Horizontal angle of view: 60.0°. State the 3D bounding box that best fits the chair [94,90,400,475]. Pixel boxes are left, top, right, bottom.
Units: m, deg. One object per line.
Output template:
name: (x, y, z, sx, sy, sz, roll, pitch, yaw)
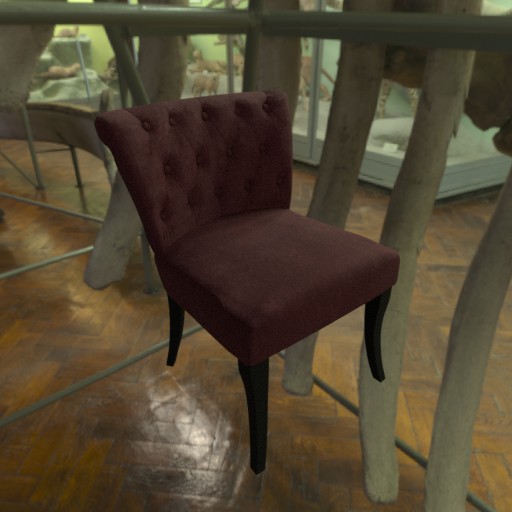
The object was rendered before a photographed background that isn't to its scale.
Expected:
chair: (0.000, 0.000, 1.192, 0.582, 0.750, 0.605, -22, 35, -34)
